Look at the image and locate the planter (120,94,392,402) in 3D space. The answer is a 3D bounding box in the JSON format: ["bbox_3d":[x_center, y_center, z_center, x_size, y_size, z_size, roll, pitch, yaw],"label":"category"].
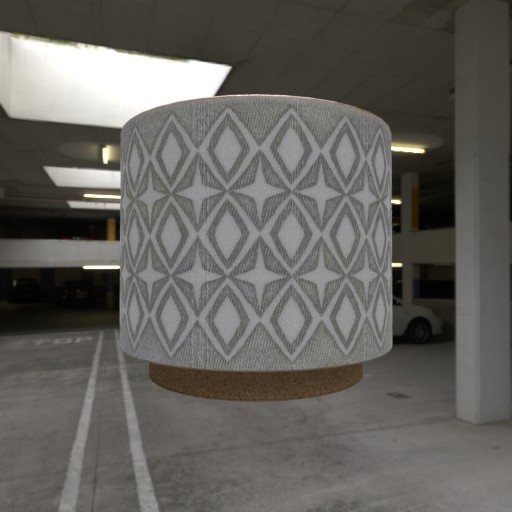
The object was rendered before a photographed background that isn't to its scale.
[{"bbox_3d":[0.000,0.000,0.434,0.255,0.223,0.255,0,-1,0],"label":"planter"}]
